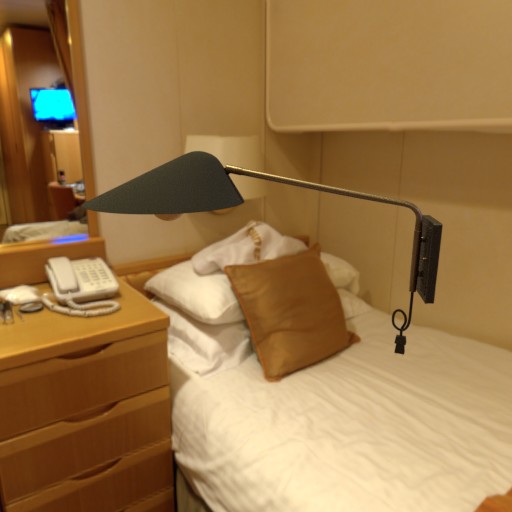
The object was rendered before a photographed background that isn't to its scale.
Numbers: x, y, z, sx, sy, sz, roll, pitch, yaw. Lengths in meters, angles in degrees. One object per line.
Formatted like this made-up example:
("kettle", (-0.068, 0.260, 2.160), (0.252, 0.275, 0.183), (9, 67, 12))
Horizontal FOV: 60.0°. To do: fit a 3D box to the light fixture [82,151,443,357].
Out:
("light fixture", (0.000, 0.000, 0.679), (0.516, 0.312, 0.240), (2, 15, 7))
